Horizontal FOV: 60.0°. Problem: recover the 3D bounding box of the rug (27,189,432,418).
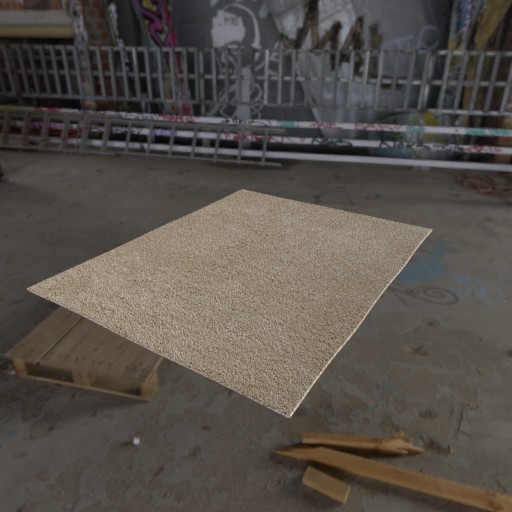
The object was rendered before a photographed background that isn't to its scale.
[{"bbox_3d":[0.000,0.000,4.064,2.400,0.025,3.000,16,31,29],"label":"rug"}]
